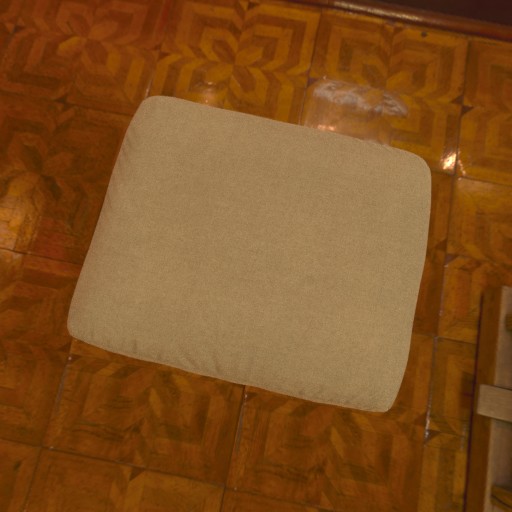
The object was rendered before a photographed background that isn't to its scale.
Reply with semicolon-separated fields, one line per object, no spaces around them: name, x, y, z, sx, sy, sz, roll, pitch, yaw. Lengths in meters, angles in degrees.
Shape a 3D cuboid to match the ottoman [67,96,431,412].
ottoman;0.000;0.000;1.238;0.837;0.481;0.683;13;77;3
